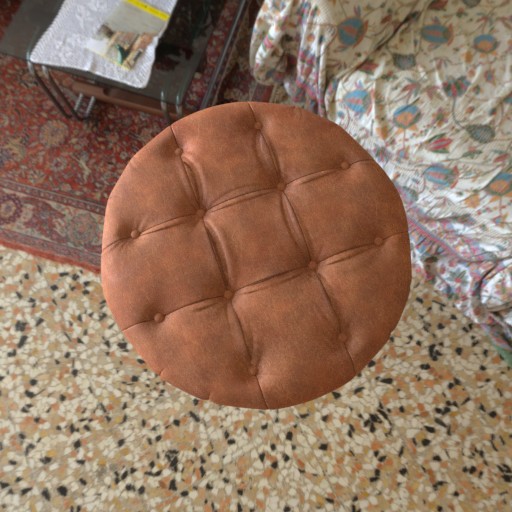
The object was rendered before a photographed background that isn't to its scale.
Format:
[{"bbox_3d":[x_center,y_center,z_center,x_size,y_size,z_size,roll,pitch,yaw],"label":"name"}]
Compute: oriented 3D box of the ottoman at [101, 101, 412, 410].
[{"bbox_3d":[0.000,0.000,1.399,0.901,0.444,0.901,0,75,0],"label":"ottoman"}]
